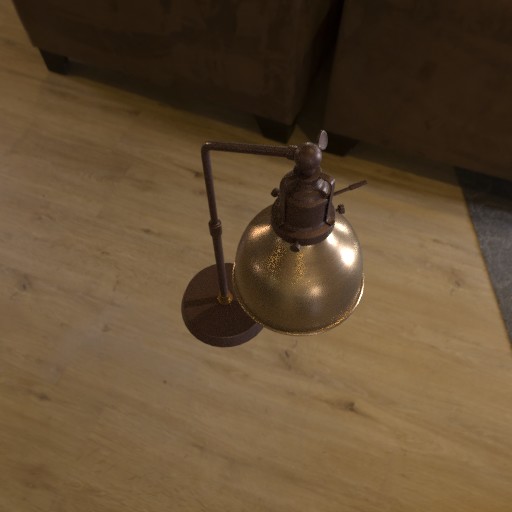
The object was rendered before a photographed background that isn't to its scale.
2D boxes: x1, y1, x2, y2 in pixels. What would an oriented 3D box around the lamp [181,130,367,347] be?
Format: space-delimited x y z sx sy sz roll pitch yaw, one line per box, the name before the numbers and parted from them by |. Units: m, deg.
lamp | 0.000 0.000 0.601 0.298 0.469 0.175 33 64 18
